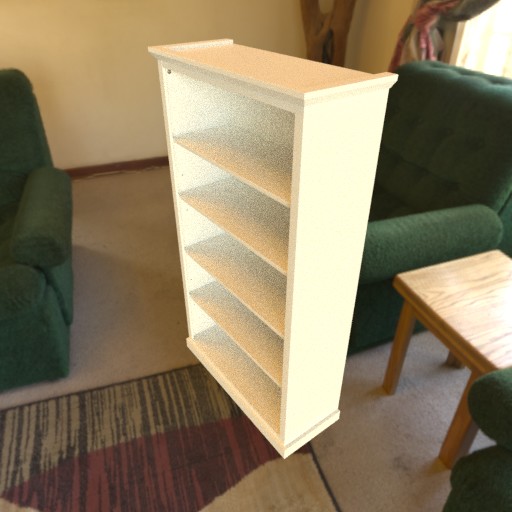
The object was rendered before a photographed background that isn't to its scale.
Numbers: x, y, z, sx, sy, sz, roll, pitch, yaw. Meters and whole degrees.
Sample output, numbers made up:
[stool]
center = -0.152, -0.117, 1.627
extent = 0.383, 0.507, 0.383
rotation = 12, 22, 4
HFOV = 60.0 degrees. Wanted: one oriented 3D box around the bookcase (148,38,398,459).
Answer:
[bookcase]
center = 0.000, 0.000, 2.279
extent = 0.432, 1.880, 1.050
rotation = -23, 40, -30
